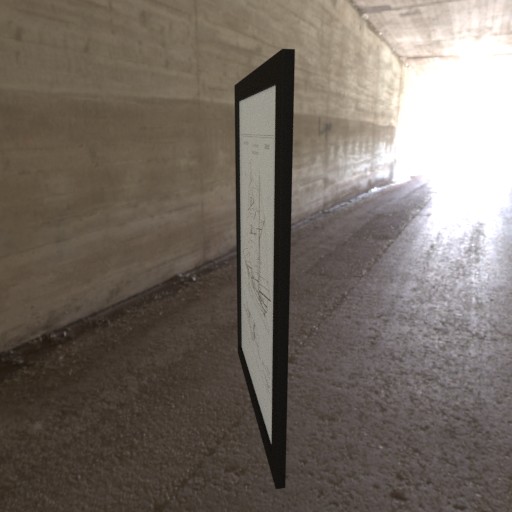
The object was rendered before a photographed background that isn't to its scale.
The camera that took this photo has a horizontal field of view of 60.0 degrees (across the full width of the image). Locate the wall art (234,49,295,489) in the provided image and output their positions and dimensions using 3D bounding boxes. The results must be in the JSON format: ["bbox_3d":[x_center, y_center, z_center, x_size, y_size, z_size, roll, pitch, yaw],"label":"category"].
[{"bbox_3d":[0.000,0.000,0.595,0.011,0.459,0.326,-3,16,-9],"label":"wall art"}]
